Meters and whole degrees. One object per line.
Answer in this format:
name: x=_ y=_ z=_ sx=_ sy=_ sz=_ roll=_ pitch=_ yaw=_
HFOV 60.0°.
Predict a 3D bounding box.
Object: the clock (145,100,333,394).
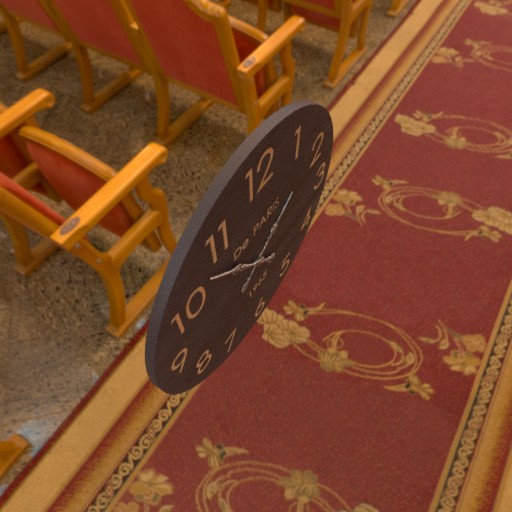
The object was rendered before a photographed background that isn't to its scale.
clock: x=0.000 y=0.000 z=0.857 sx=0.029 sy=0.595 sz=0.595 roll=29 pitch=62 yaw=17
